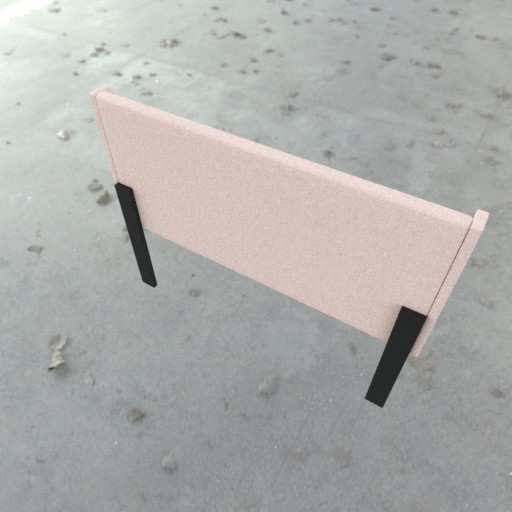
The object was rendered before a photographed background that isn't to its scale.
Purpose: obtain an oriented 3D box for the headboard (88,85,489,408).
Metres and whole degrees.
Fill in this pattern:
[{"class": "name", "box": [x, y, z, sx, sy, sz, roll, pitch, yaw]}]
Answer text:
[{"class": "headboard", "box": [0.000, 0.000, 2.606, 2.051, 1.524, 0.184, 24, 52, 21]}]
